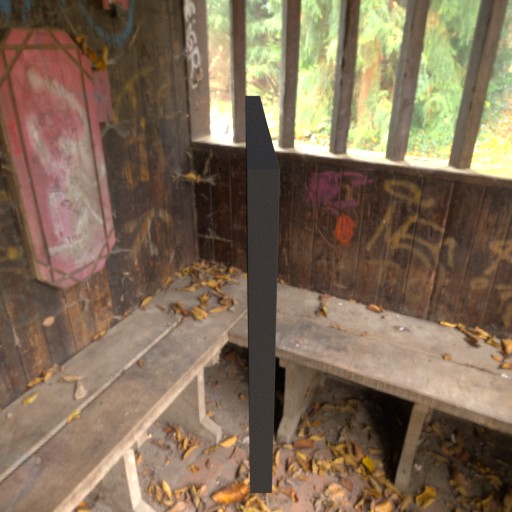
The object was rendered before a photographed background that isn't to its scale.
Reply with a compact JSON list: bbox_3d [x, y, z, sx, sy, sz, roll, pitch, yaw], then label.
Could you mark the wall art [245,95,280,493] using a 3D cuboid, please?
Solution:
[{"bbox_3d":[0.000,0.000,0.757,0.030,0.454,0.554,-1,27,-1],"label":"wall art"}]
